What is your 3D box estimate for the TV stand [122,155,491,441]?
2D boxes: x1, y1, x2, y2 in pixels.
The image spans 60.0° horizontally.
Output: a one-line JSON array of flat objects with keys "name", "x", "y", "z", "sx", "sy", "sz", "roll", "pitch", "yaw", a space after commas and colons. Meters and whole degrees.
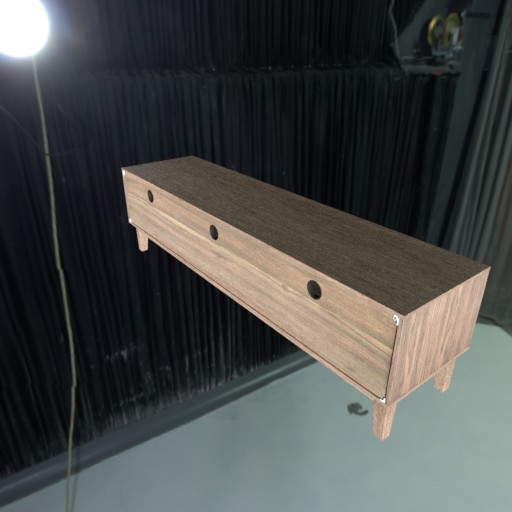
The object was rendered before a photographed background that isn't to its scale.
[{"name": "TV stand", "x": 0.000, "y": 0.000, "z": 1.646, "sx": 0.366, "sy": 0.409, "sz": 1.482, "roll": -19, "pitch": 32, "yaw": -33}]
